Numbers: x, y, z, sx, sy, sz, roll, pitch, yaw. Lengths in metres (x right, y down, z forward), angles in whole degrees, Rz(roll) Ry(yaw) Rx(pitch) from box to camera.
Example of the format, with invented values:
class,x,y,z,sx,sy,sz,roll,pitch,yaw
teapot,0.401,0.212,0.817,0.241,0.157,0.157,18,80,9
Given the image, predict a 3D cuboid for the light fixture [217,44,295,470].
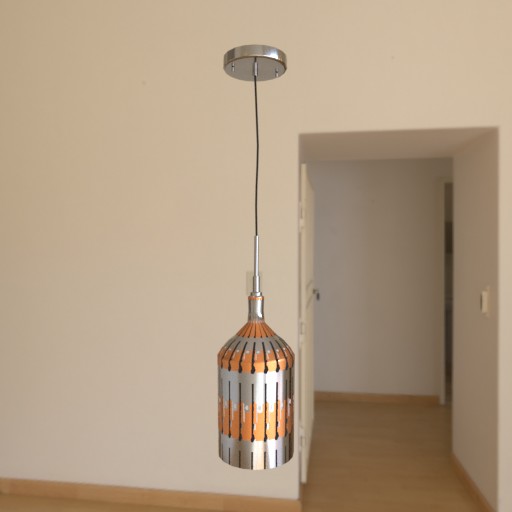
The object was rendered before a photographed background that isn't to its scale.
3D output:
class,x,y,z,sx,sy,sz,roll,pitch,yaw
light fixture,0.000,0.000,1.735,0.303,1.535,0.303,0,0,0
